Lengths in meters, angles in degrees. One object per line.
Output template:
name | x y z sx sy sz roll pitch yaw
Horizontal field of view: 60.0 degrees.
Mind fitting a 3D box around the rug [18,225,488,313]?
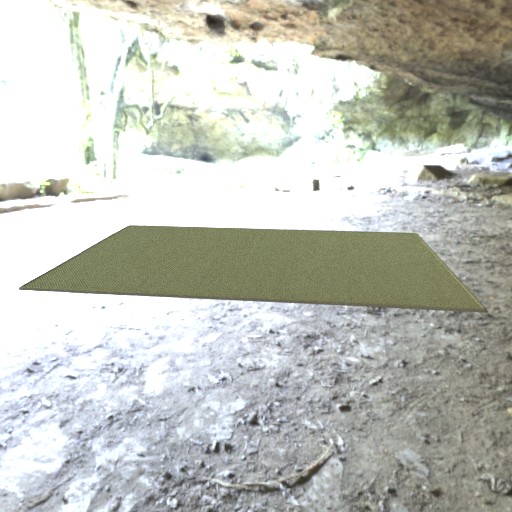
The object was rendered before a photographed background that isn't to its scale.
rug | 0.000 0.000 2.062 1.676 0.013 1.067 2 17 7
